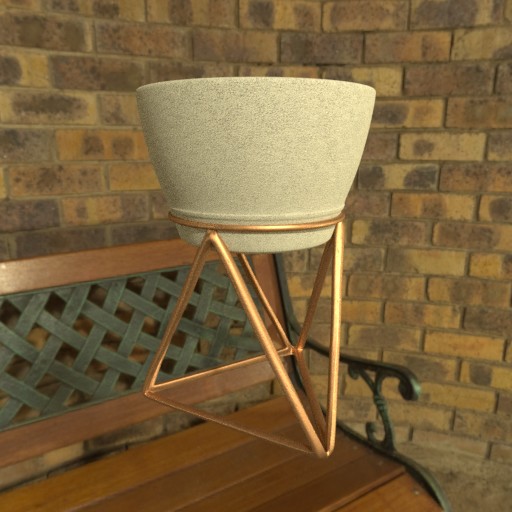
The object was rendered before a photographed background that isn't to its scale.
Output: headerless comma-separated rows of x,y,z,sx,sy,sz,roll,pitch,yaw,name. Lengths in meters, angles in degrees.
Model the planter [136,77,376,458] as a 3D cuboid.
0.000,0.000,0.728,0.350,0.504,0.350,8,16,27,planter
